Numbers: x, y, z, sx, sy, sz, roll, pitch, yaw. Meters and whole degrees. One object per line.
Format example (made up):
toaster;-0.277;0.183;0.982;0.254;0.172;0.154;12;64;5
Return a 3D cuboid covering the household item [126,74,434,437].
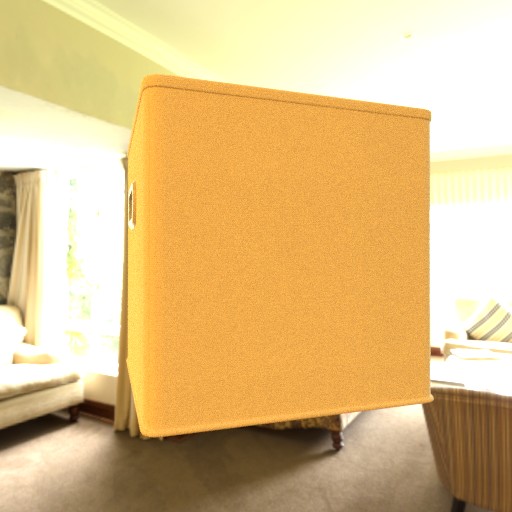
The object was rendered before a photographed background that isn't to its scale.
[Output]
household item;0.000;0.000;0.558;0.305;0.305;0.305;0;0;-19
